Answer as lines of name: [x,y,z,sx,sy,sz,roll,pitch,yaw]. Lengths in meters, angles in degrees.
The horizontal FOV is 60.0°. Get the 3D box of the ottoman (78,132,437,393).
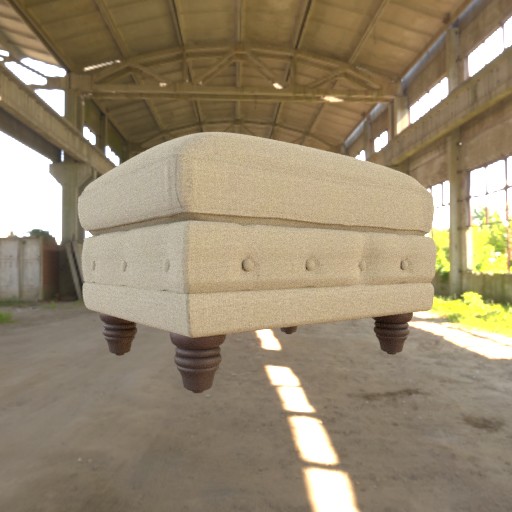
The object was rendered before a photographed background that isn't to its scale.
ottoman: [0.000,0.000,1.045,0.684,0.463,0.541,1,-1,-37]
